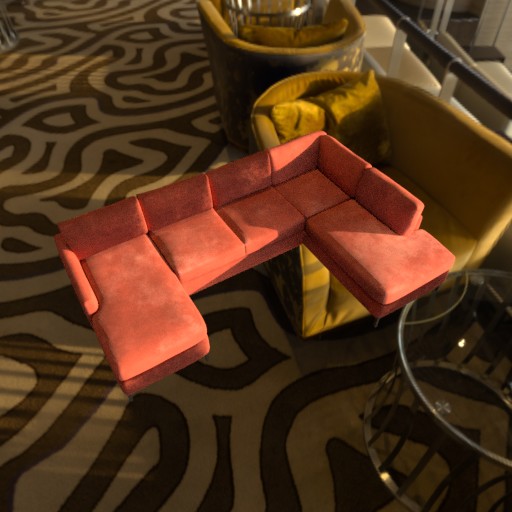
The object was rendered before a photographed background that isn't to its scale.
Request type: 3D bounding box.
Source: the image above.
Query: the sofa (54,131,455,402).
[{"bbox_3d":[0.000,0.000,3.942,2.971,0.858,1.981,-24,51,-21],"label":"sofa"}]
